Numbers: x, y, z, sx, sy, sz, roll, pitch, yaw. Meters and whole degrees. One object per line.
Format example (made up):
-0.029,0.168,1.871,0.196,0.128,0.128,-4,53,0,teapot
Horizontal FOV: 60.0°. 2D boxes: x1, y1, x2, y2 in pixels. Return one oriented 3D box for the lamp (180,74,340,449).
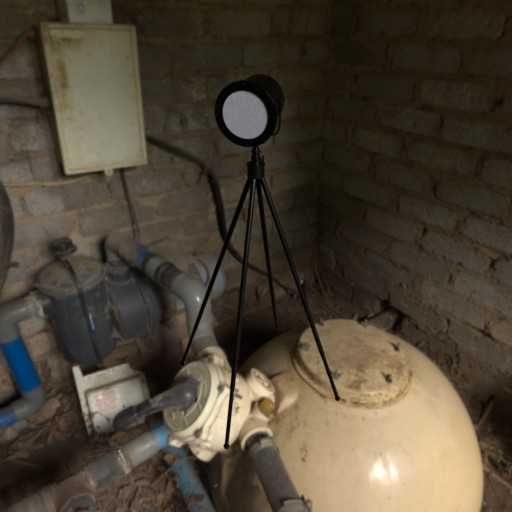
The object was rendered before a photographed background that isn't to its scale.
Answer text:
0.000,0.000,1.986,0.879,1.504,0.884,8,29,15,lamp
